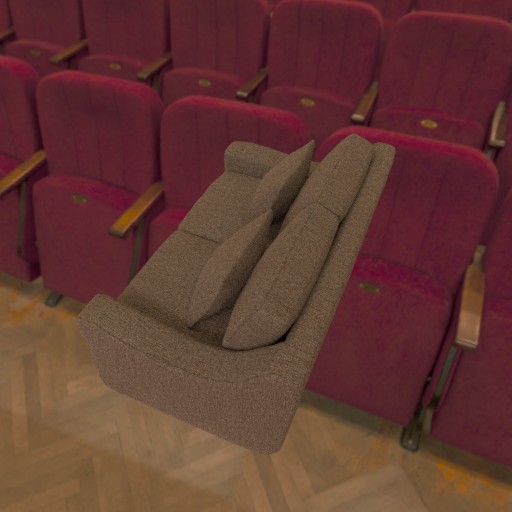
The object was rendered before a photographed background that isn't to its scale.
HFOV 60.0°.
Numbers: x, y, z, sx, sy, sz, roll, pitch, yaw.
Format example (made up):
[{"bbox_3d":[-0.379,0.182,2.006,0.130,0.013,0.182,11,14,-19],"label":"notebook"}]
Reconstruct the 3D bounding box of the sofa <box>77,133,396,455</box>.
[{"bbox_3d":[0.000,0.000,2.519,1.120,0.991,1.778,17,48,17],"label":"sofa"}]
